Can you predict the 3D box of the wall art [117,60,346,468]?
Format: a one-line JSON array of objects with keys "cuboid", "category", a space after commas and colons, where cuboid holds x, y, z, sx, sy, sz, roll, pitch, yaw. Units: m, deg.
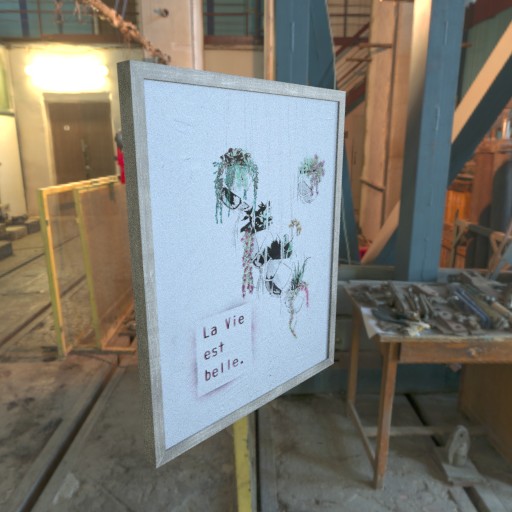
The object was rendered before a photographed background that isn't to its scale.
[{"cuboid": [0.000, 0.000, 0.701, 0.032, 0.521, 0.421, 13, 19, 42], "category": "wall art"}]
